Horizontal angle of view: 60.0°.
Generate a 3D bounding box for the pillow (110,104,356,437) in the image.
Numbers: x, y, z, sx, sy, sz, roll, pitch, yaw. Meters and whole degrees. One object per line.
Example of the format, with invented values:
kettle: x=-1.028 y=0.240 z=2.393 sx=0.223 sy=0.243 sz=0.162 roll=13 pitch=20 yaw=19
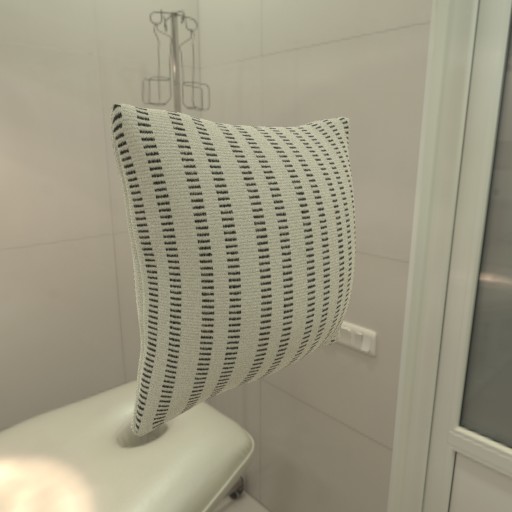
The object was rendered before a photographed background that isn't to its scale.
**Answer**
pillow: x=0.000 y=0.000 z=0.674 sx=0.438 sy=0.419 sz=0.247 roll=-13 pitch=19 yaw=-42
